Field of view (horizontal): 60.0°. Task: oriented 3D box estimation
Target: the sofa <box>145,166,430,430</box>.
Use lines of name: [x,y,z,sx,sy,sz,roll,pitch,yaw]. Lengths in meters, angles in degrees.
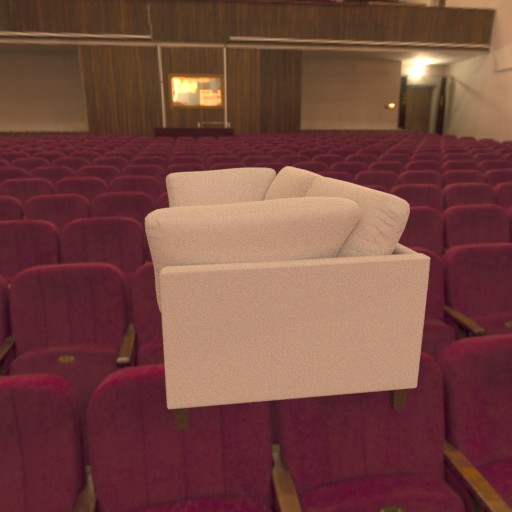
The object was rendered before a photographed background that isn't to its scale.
sofa: [0.000,0.000,2.338,0.970,0.836,1.776,-2,15,-8]
